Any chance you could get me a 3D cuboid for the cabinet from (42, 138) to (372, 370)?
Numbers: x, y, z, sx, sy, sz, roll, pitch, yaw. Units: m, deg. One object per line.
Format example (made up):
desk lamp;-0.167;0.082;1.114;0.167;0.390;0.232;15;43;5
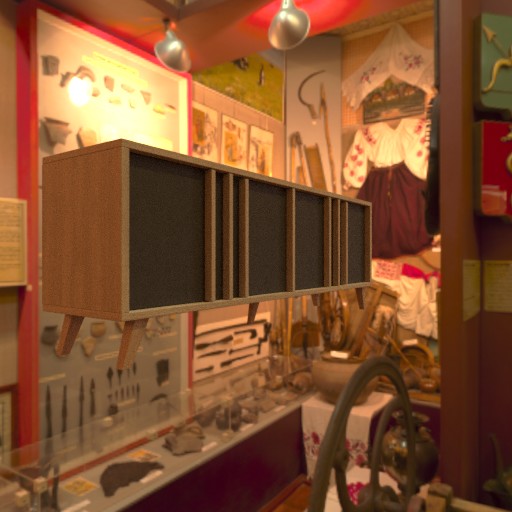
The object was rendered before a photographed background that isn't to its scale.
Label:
cabinet;0.000;0.000;2.496;0.499;0.779;2.198;0;0;36
